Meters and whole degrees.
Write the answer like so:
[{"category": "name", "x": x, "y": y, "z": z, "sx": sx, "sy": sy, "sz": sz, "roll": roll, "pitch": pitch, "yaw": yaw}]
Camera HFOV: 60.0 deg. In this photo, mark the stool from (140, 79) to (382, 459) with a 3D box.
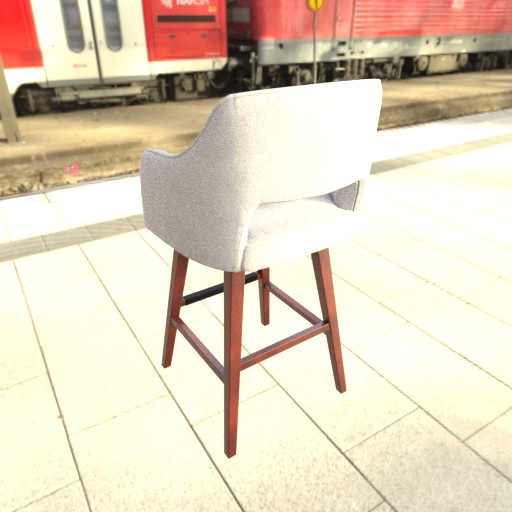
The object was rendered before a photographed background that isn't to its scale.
[{"category": "stool", "x": 0.000, "y": 0.000, "z": 1.308, "sx": 0.548, "sy": 1.012, "sz": 0.558, "roll": -18, "pitch": 33, "yaw": -30}]
